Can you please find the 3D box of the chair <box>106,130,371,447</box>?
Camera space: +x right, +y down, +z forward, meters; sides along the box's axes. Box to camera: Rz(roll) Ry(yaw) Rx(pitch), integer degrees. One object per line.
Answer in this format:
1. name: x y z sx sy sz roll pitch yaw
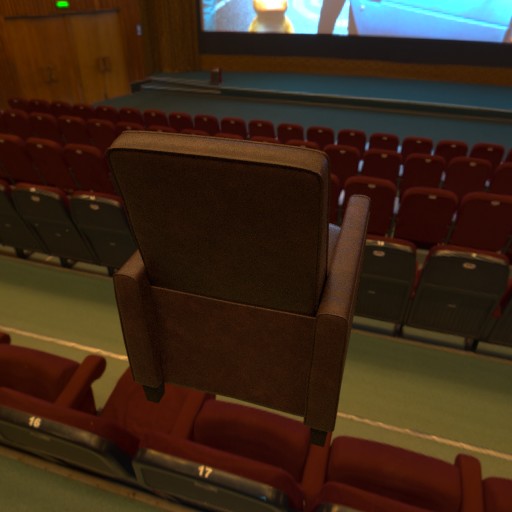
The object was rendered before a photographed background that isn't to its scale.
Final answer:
1. chair: 0.000 0.000 1.514 0.705 1.013 0.746 9 34 14
